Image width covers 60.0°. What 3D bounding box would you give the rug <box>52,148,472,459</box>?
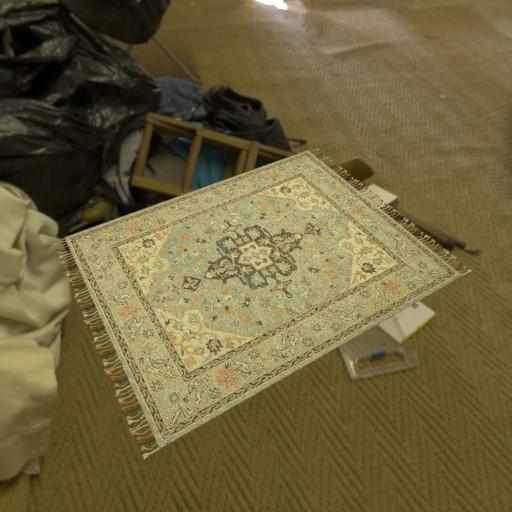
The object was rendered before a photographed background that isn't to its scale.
[{"bbox_3d":[0.000,0.000,3.452,2.651,0.010,1.971,-24,51,-21],"label":"rug"}]
